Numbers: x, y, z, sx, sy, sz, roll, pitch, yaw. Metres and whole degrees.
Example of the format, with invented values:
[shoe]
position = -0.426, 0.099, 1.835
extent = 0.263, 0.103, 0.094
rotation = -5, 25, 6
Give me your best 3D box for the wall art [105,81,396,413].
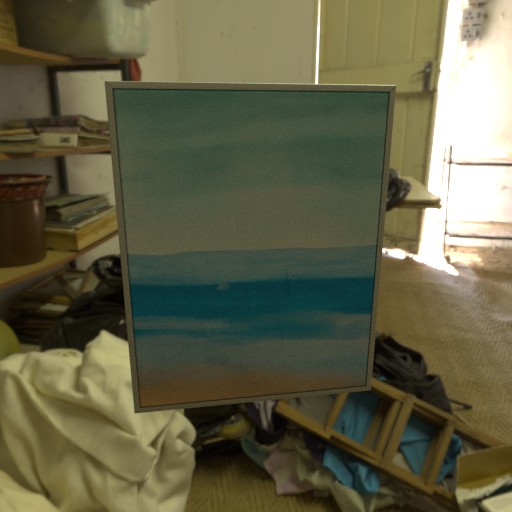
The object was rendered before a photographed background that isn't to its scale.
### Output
[wall art]
position = 0.000, 0.000, 0.763
extent = 0.445, 0.553, 0.039
rotation = -3, 17, -9
